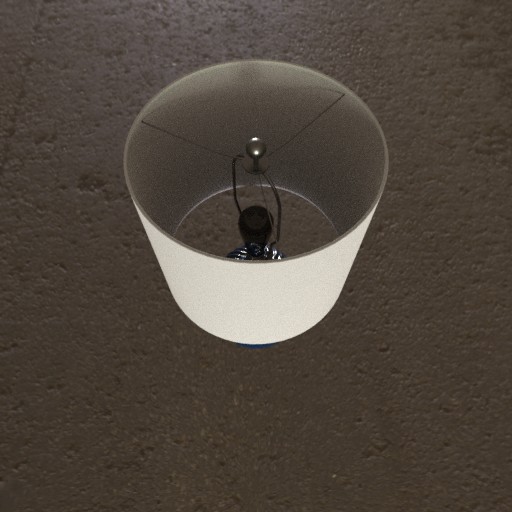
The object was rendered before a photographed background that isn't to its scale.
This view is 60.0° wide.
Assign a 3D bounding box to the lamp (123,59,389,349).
[{"bbox_3d":[0.000,0.000,0.500,0.203,0.368,0.203,-37,68,-18],"label":"lamp"}]
